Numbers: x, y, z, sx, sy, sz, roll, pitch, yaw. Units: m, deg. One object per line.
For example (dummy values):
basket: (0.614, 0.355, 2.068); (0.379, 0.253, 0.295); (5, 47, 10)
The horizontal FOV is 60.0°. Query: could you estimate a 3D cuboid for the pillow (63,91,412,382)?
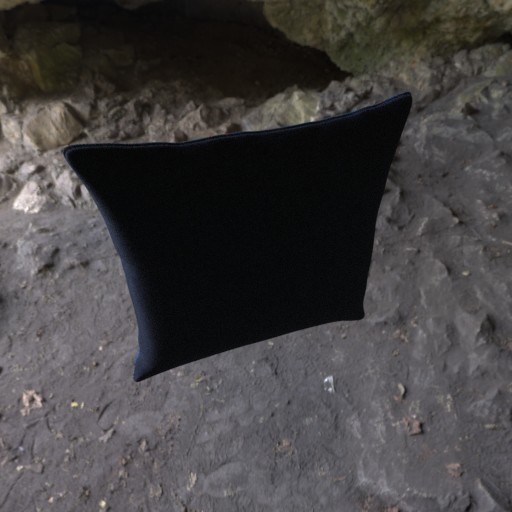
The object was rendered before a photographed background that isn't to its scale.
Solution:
pillow: (0.000, 0.000, 0.652); (0.431, 0.431, 0.141); (-13, 42, -15)
